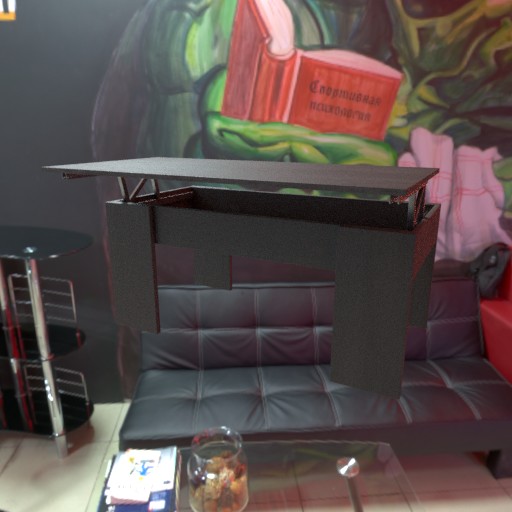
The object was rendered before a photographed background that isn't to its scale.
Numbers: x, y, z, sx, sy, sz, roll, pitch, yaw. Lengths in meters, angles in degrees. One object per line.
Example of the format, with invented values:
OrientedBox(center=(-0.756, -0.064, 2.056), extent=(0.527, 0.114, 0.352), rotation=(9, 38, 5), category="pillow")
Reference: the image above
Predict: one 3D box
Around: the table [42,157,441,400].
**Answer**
OrientedBox(center=(0.000, 0.000, 1.410), extent=(1.000, 0.570, 0.711), rotation=(8, 18, 27), category="table")
